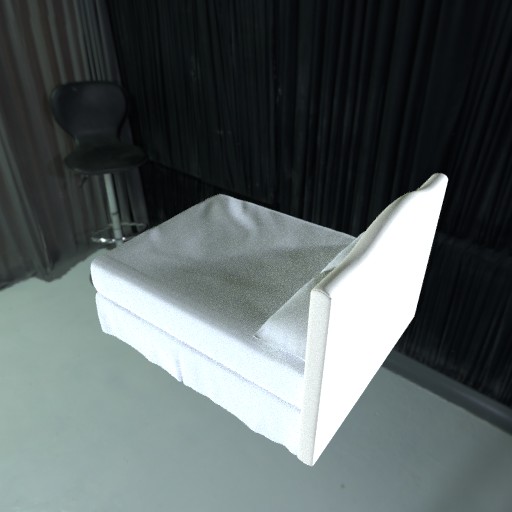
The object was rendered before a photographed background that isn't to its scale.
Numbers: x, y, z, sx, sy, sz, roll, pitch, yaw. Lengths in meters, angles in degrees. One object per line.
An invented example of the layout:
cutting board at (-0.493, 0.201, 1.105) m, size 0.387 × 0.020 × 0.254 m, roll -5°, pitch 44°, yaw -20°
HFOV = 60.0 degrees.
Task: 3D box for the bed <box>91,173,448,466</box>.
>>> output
bed at (0.000, 0.000, 3.430) m, size 2.143 × 1.460 × 1.753 m, roll 22°, pitch 38°, yaw 30°
